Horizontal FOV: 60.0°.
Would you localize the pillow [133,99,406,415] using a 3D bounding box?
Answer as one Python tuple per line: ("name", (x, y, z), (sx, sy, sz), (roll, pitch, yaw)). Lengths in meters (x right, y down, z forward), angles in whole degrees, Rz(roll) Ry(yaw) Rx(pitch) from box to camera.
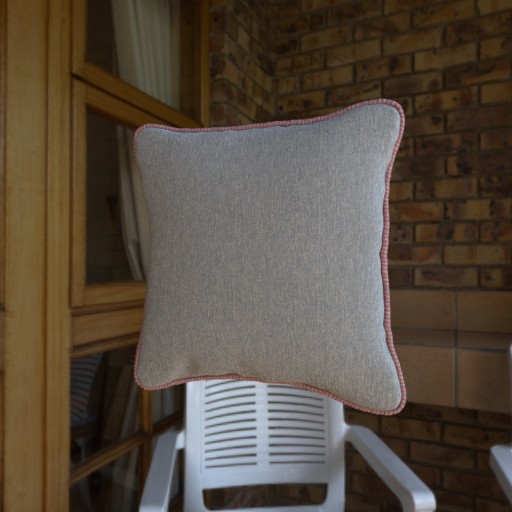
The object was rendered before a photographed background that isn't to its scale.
("pillow", (0.000, 0.000, 0.754), (0.482, 0.491, 0.124), (0, -1, 18))
